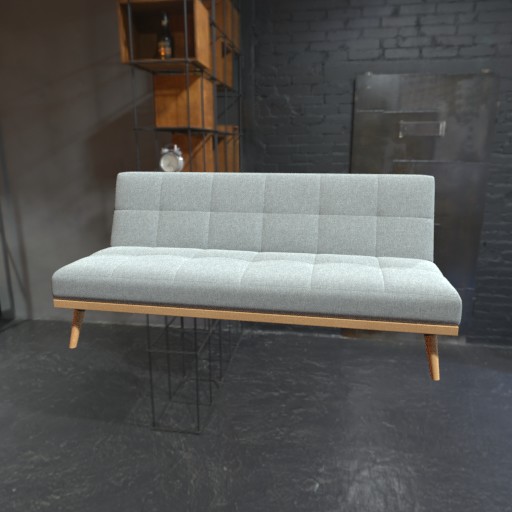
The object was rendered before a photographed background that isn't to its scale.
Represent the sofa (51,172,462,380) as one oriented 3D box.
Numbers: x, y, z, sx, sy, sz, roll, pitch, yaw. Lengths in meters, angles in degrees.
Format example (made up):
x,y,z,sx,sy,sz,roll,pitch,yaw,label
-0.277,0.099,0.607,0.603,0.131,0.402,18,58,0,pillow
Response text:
x,y,z,sx,sy,sz,roll,pitch,yaw,label
0.000,0.000,2.266,1.820,0.800,0.800,3,14,10,sofa
